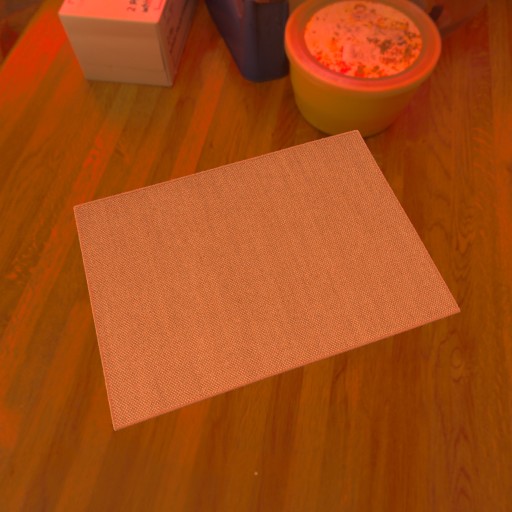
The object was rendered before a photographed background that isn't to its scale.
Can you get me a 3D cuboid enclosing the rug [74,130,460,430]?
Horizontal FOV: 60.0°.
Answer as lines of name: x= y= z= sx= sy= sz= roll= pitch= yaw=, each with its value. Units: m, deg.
rug: x=0.000 y=0.000 z=2.873 sx=2.134 sy=0.013 sz=1.524 roll=-17 pitch=65 yaw=-8
